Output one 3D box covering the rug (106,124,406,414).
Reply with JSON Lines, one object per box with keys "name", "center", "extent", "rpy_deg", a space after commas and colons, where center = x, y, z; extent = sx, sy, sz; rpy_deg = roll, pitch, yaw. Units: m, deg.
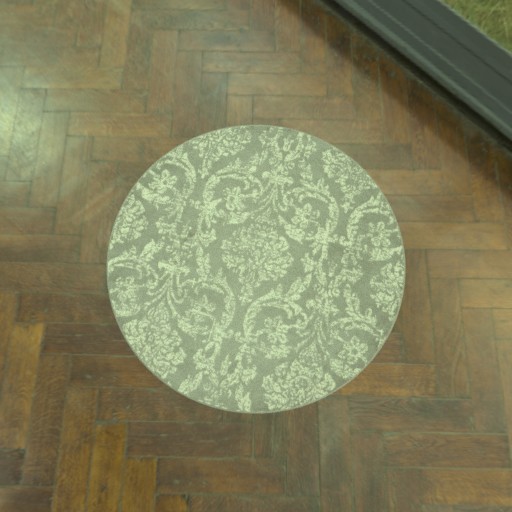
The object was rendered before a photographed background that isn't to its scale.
{"name": "rug", "center": [0.000, 0.000, 2.369], "extent": [1.593, 0.012, 1.593], "rpy_deg": [0, 74, 0]}
